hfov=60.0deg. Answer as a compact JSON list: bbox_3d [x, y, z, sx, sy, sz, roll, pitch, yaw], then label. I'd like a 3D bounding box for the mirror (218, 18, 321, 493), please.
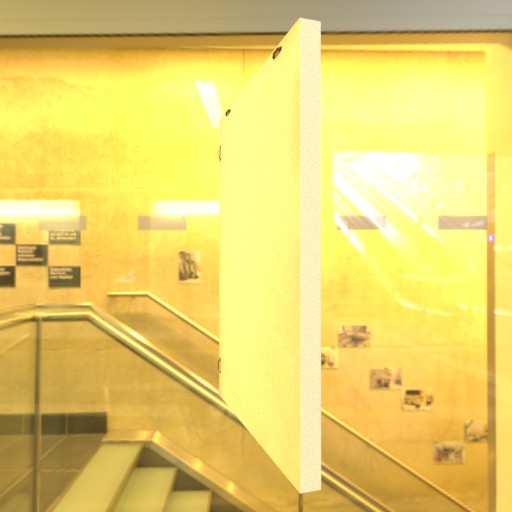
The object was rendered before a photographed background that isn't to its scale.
[{"bbox_3d":[0.000,0.000,0.906,0.040,0.710,0.507,0,0,-18],"label":"mirror"}]
